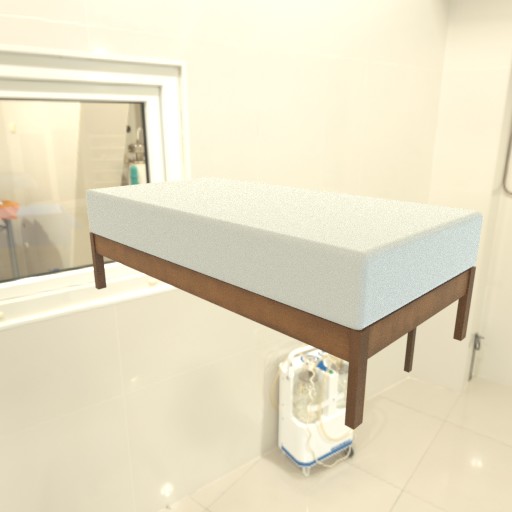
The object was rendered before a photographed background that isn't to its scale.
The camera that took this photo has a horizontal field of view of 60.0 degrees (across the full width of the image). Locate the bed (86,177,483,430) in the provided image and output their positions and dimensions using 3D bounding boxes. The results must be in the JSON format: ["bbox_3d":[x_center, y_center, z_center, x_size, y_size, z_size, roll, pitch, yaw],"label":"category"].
[{"bbox_3d":[0.000,0.000,2.366,0.961,0.616,1.902,-16,23,-42],"label":"bed"}]
